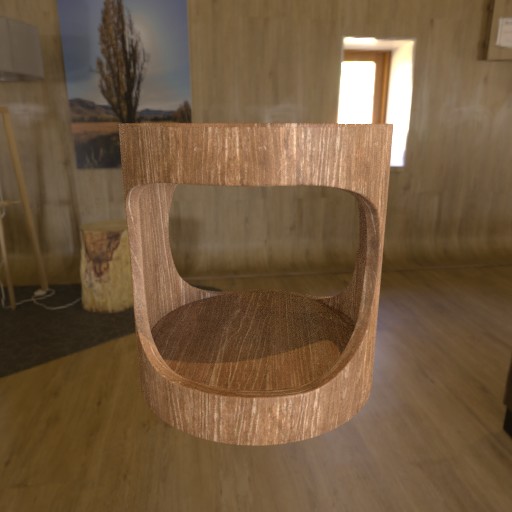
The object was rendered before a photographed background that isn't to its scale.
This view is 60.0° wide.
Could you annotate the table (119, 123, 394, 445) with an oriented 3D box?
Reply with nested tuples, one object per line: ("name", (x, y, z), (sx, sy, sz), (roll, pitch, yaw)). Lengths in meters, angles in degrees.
("table", (0.000, 0.000, 0.963), (0.527, 0.551, 0.527), (0, 16, 0))
